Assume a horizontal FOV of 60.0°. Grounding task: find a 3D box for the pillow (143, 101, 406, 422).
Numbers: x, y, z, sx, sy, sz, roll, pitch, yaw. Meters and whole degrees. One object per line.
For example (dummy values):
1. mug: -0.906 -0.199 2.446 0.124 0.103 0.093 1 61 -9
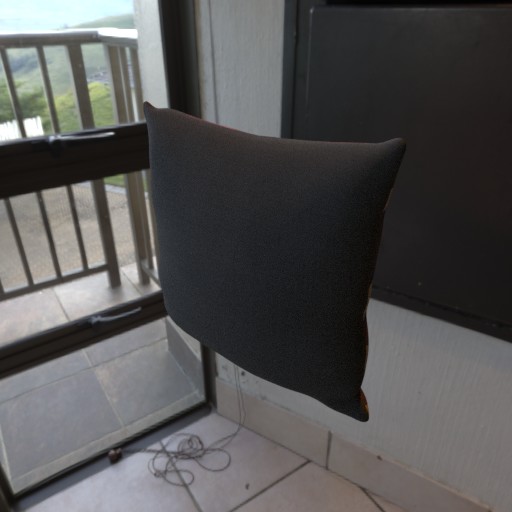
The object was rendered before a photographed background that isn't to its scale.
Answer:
1. pillow: 0.000 0.000 0.793 0.503 0.496 0.208 21 35 32
